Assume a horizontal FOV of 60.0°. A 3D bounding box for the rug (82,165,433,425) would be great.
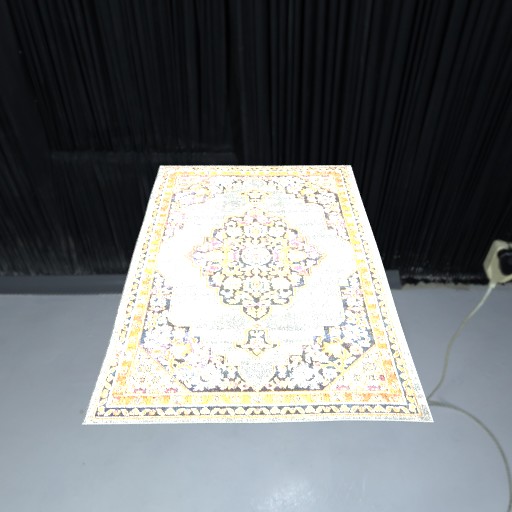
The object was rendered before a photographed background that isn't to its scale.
[{"bbox_3d":[0.000,0.000,3.643,2.043,0.026,2.901,0,42,0],"label":"rug"}]
